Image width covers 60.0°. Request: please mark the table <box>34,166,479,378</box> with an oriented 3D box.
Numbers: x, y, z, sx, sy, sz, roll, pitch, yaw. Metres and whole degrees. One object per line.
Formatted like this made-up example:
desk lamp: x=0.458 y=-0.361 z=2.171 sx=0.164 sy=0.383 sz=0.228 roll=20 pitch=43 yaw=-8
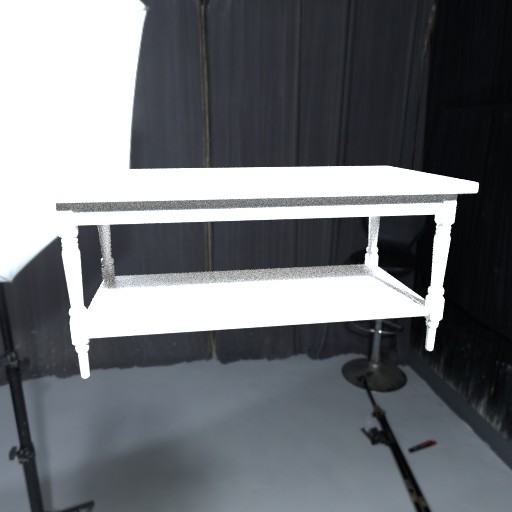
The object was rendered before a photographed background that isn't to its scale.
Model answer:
table: x=0.000 y=0.000 z=1.419 sx=1.107 sy=0.510 sz=0.550 roll=-2 pitch=16 yaw=-9
